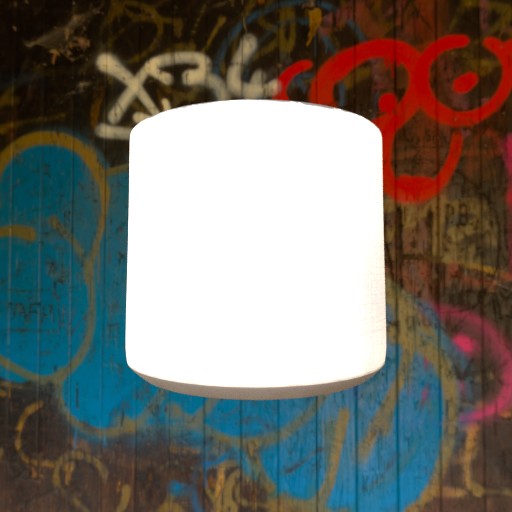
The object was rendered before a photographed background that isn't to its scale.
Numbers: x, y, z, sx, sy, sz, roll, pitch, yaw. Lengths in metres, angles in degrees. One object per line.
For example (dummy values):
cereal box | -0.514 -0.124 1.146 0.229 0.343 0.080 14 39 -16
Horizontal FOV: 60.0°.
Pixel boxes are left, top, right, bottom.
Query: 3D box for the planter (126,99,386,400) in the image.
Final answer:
planter | 0.000 0.000 0.394 0.221 0.201 0.221 0 -2 0
